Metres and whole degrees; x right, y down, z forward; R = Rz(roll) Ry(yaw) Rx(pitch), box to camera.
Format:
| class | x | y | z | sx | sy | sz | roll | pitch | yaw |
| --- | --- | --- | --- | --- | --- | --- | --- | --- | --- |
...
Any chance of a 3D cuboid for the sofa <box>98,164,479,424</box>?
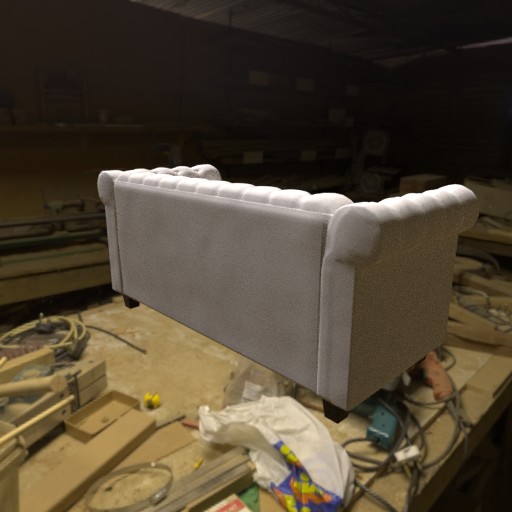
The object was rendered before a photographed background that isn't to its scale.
| class | x | y | z | sx | sy | sz | roll | pitch | yaw |
| --- | --- | --- | --- | --- | --- | --- | --- | --- | --- |
| sofa | 0.000 | 0.000 | 2.202 | 0.771 | 0.796 | 1.798 | -15 | 21 | -42 |
